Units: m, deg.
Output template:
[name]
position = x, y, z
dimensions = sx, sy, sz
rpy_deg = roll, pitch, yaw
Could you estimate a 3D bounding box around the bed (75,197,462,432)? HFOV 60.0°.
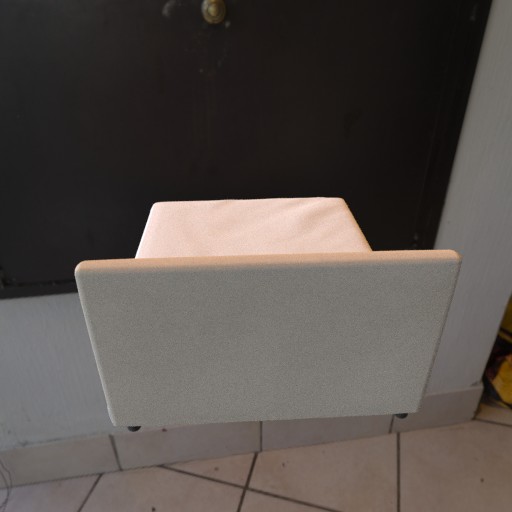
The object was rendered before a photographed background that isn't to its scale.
[bed]
position = 0.000, 0.000, 3.591
dimensions = 2.119, 1.317, 2.319
rpy_deg = -2, 31, -3
